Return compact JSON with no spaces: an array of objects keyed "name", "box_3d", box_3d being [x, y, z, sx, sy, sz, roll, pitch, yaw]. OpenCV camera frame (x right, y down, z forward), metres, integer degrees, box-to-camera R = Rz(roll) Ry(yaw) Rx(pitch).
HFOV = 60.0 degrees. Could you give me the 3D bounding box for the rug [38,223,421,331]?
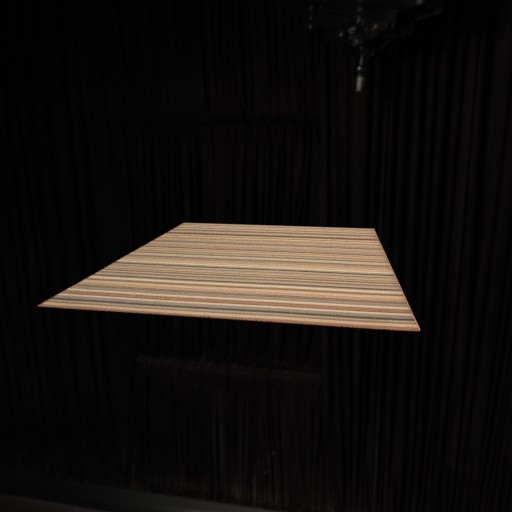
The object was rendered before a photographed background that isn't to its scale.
[{"name":"rug","box_3d":[0.000,0.000,4.191,2.436,0.011,3.045,2,15,9]}]
